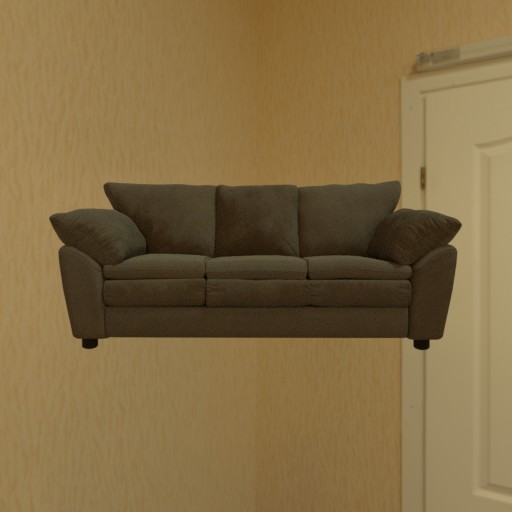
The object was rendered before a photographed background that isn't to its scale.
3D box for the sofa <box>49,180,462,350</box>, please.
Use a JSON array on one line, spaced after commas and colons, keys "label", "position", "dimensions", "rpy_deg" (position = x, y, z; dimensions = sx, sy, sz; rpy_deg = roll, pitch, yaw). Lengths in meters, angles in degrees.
[{"label": "sofa", "position": [0.000, 0.000, 2.892], "dimensions": [2.336, 1.073, 0.878], "rpy_deg": [0, 0, 1]}]
